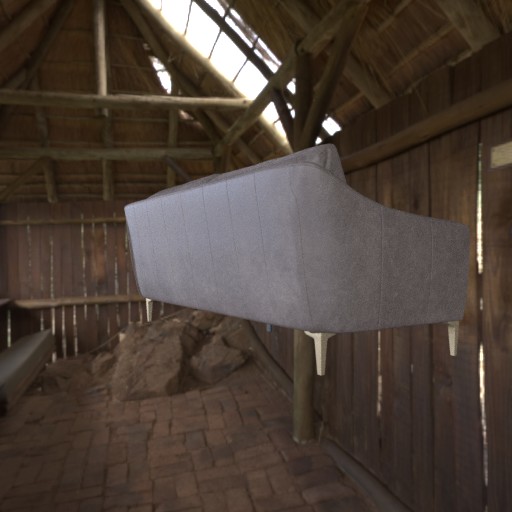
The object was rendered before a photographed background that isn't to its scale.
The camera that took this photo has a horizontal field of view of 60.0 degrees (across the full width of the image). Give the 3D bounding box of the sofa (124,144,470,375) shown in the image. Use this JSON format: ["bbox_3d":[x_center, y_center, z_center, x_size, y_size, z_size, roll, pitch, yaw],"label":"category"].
[{"bbox_3d":[0.000,0.000,2.548,0.960,0.902,2.036,0,0,-36],"label":"sofa"}]
